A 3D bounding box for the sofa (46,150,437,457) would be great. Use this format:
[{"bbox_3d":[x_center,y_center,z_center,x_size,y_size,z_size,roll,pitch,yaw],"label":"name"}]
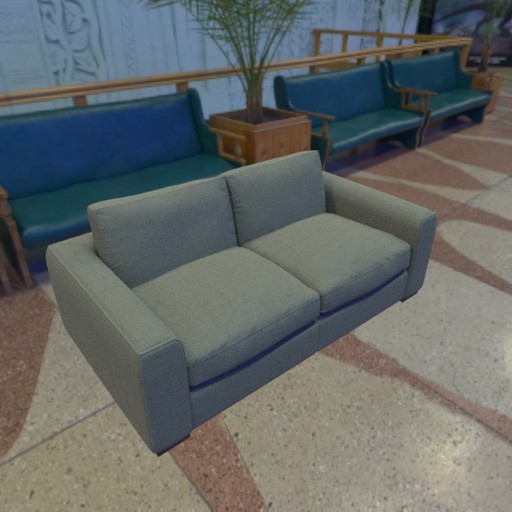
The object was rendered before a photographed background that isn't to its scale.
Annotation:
[{"bbox_3d":[0.000,0.000,2.461,1.920,0.800,1.069,-22,37,-33],"label":"sofa"}]
